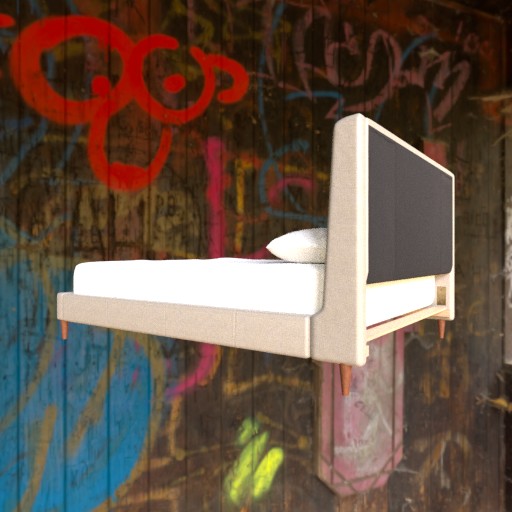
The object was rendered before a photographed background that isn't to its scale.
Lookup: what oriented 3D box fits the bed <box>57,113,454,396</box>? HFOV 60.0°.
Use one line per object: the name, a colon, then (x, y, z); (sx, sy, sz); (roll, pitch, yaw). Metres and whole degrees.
bed: (0.000, 0.000, 3.075); (2.232, 1.147, 1.656); (0, 0, 36)
